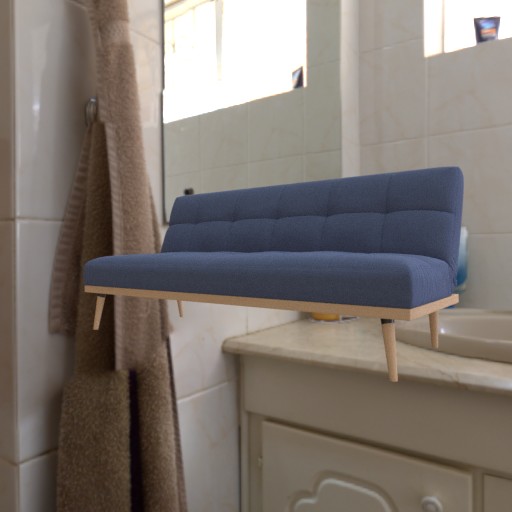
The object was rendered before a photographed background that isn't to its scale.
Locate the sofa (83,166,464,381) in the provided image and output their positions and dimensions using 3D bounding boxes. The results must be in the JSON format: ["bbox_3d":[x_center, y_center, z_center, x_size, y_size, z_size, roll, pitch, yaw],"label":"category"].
[{"bbox_3d":[0.000,0.000,2.214,1.800,0.800,0.796,0,0,37],"label":"sofa"}]
